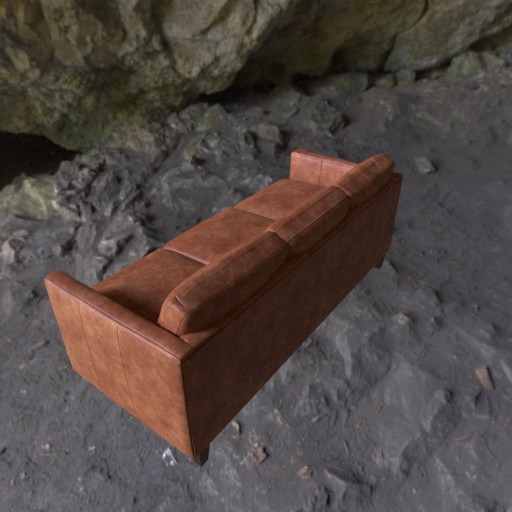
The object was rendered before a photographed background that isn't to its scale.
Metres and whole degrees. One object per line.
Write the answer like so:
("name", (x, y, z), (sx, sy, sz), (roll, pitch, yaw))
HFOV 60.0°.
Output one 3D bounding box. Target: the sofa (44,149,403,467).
("sofa", (0.000, 0.000, 3.012), (1.045, 1.006, 2.464), (22, 38, 30))
